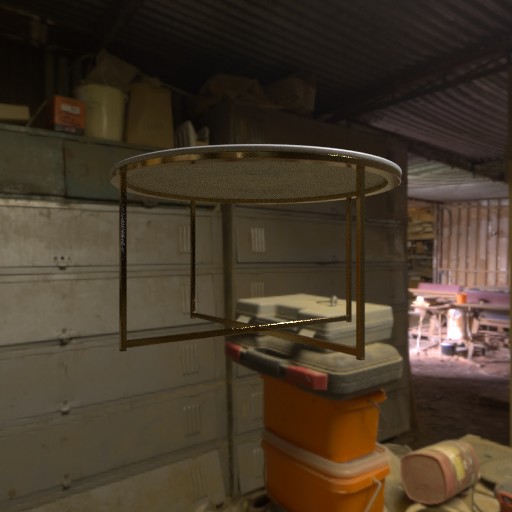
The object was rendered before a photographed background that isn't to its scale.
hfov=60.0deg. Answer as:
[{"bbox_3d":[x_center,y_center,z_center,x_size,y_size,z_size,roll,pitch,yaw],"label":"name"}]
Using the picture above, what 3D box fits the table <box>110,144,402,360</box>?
[{"bbox_3d":[0.000,0.000,1.282,0.800,0.450,0.800,0,0,0],"label":"table"}]
